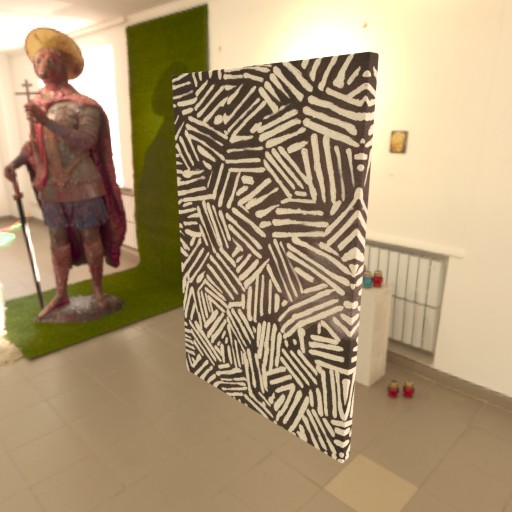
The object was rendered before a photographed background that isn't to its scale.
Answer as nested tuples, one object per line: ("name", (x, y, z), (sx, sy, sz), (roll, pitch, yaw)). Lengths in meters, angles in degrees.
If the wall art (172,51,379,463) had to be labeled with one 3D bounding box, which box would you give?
("wall art", (0.000, 0.000, 1.158), (0.615, 0.918, 0.035), (16, 23, 42))
